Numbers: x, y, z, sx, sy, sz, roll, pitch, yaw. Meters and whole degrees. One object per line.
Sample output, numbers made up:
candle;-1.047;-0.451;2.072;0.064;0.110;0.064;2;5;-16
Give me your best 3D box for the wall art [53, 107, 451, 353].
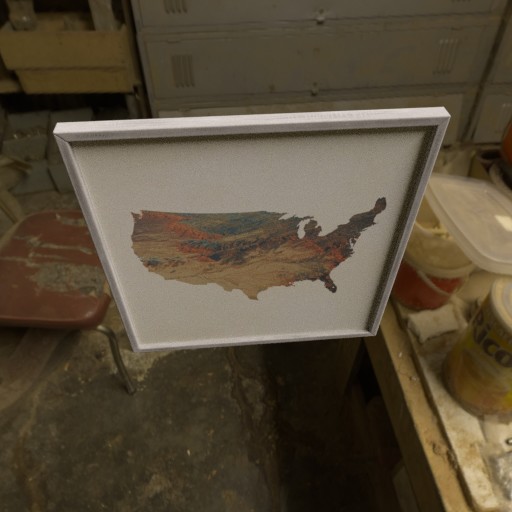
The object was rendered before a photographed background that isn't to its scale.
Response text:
wall art;0.000;0.000;0.449;0.303;0.303;0.015;-3;46;-3
